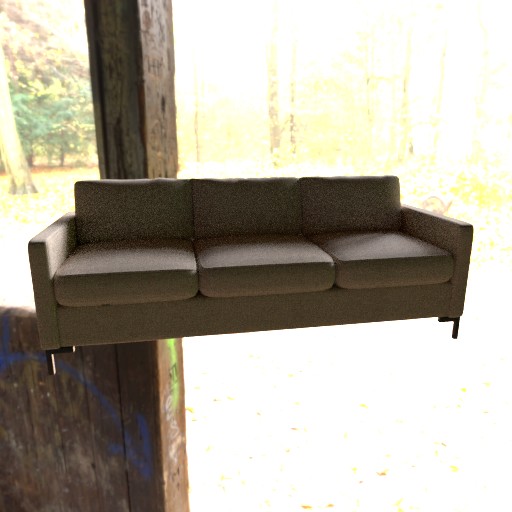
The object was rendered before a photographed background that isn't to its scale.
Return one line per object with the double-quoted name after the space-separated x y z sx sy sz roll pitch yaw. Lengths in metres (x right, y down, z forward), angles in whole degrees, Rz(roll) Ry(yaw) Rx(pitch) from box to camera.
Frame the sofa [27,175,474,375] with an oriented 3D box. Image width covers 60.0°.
0.000 0.000 2.584 2.218 0.874 0.859 -3 15 -10 "sofa"
